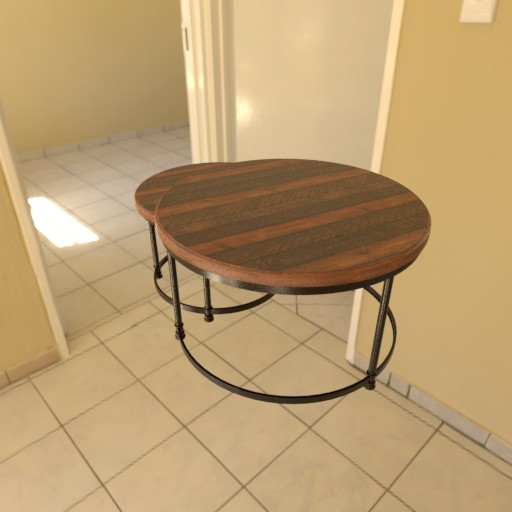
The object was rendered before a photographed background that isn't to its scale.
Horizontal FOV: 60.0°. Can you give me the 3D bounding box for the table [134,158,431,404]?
[{"bbox_3d":[0.000,0.000,1.645,1.152,0.516,0.870,21,37,31],"label":"table"}]
